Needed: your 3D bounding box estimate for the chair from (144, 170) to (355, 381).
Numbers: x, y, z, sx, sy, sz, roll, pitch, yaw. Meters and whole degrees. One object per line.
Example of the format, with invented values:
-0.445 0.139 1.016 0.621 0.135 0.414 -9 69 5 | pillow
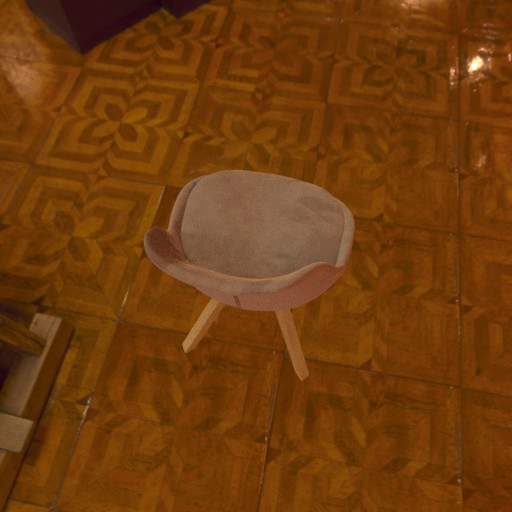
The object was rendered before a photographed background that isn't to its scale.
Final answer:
0.000 0.000 1.202 0.485 0.850 0.550 12 64 6 | chair
